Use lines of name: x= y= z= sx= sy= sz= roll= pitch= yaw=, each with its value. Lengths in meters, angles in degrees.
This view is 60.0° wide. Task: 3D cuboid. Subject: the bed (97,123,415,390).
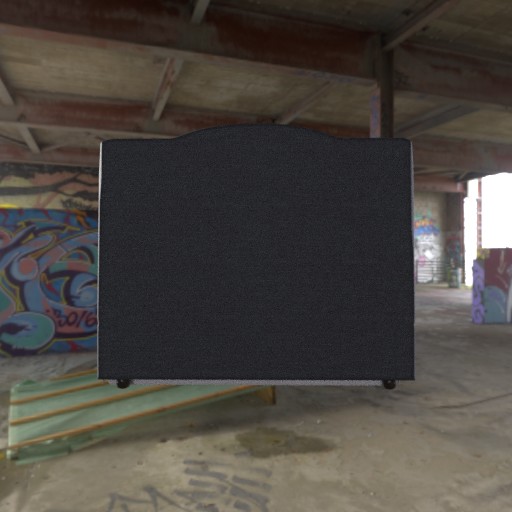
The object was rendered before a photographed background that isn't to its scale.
bed: x=0.000 y=0.000 z=3.615 sx=1.747 sy=1.441 sz=2.507 roll=0 pitch=0 yaw=1
